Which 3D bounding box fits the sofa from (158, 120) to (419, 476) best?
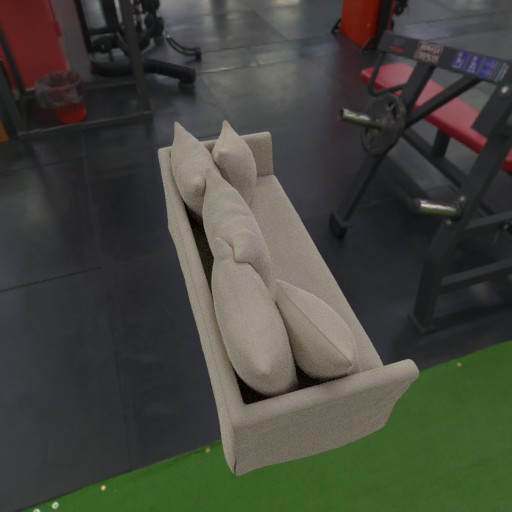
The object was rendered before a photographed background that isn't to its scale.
[{"bbox_3d":[0.000,0.000,3.131,1.046,1.047,2.499,-12,46,-12],"label":"sofa"}]
